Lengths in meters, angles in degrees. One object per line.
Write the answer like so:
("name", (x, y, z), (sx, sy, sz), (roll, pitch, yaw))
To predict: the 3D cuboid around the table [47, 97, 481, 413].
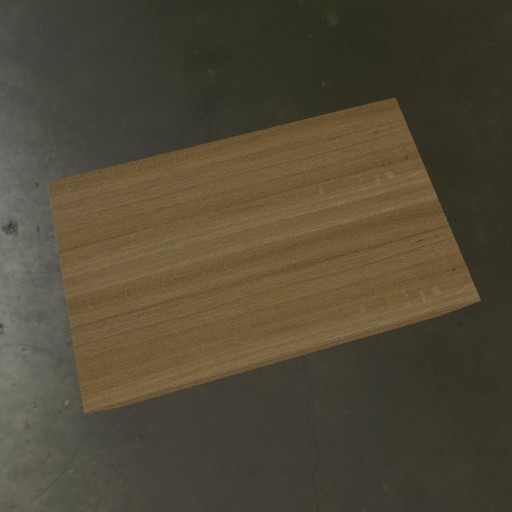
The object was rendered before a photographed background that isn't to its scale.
("table", (0.000, 0.000, 1.446), (1.110, 0.353, 0.678), (-15, 75, -4))
